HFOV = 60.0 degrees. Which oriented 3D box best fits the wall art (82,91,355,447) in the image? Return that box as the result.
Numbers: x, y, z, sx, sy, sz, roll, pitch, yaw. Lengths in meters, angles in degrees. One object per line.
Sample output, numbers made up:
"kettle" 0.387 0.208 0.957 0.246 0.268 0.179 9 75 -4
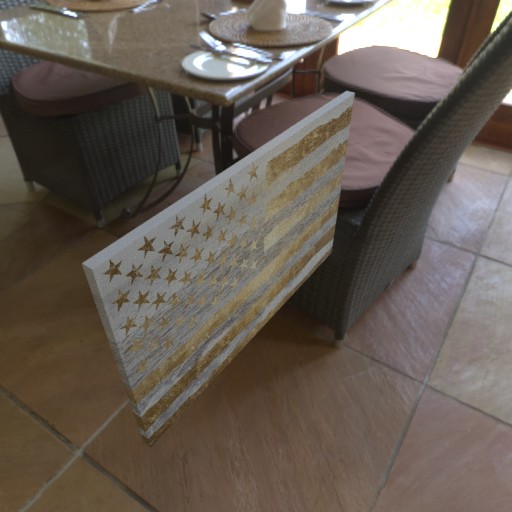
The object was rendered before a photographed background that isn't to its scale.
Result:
"wall art" 0.000 0.000 1.204 0.027 0.610 0.932 26 47 26
